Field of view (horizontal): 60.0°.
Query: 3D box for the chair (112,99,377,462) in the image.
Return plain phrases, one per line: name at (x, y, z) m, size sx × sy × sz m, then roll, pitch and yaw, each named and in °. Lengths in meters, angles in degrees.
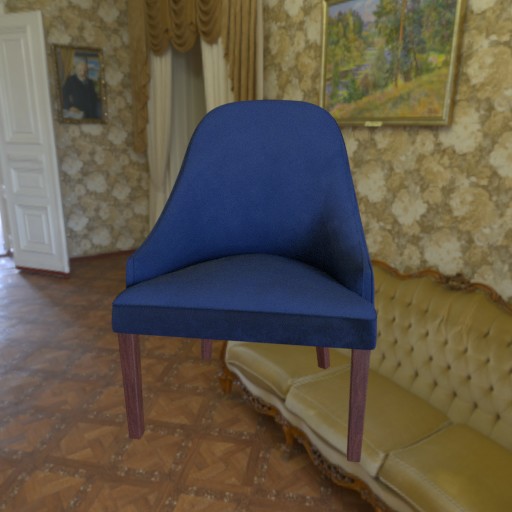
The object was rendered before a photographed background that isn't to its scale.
chair at (0.000, 0.000, 1.278) m, size 0.643 × 0.889 × 0.575 m, roll 2°, pitch 16°, yaw 8°
